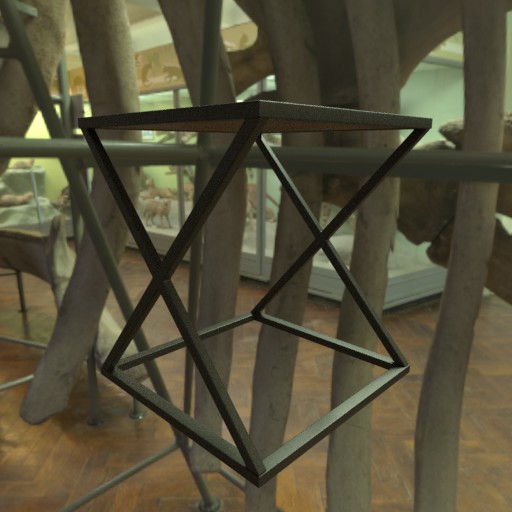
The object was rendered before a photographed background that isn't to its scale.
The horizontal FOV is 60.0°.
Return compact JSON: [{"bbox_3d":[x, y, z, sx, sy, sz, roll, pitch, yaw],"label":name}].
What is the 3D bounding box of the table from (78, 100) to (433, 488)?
[{"bbox_3d":[0.000,0.000,0.948,0.500,0.565,0.500,13,19,43],"label":"table"}]
